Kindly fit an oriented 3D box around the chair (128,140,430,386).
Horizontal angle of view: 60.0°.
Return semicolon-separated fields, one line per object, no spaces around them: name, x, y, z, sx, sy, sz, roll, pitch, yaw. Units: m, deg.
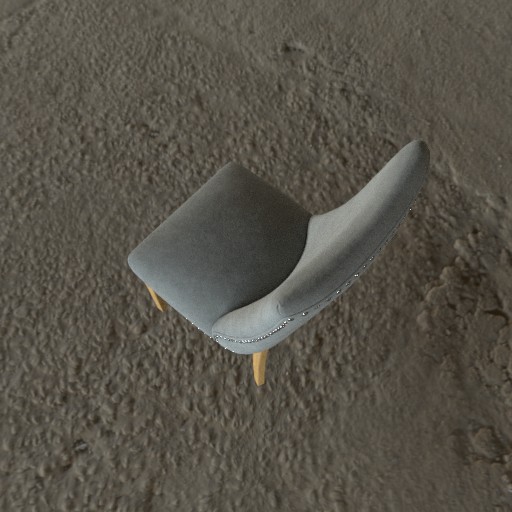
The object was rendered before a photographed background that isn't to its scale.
chair;0.000;0.000;1.259;0.610;0.902;0.495;36;68;17
